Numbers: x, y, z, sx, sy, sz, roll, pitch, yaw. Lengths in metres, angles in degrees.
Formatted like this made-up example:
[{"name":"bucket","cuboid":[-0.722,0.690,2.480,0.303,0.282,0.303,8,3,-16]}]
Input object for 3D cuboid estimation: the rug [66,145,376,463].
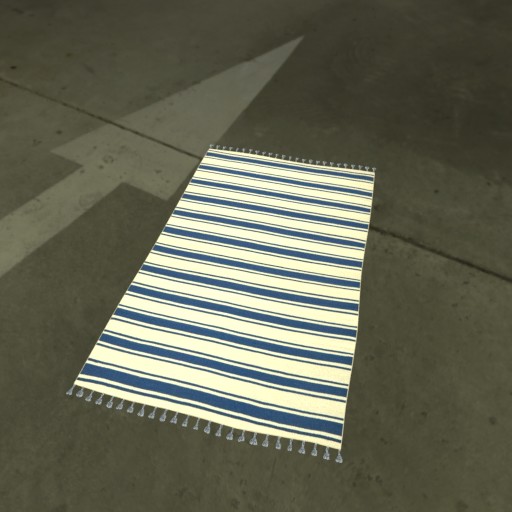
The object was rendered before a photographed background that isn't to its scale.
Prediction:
[{"name":"rug","cuboid":[0.000,0.000,2.590,1.248,0.009,2.108,11,48,10]}]
